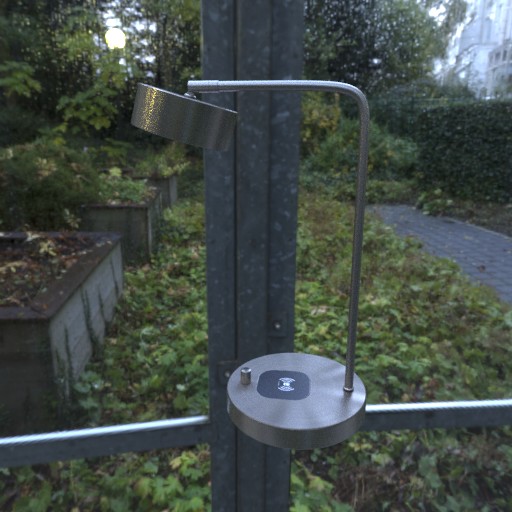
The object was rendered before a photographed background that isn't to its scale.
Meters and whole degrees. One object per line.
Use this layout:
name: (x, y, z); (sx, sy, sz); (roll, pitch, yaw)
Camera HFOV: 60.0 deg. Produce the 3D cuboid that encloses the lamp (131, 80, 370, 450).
lamp: (0.000, 0.000, 0.632); (0.334, 0.469, 0.211); (2, 16, 8)
